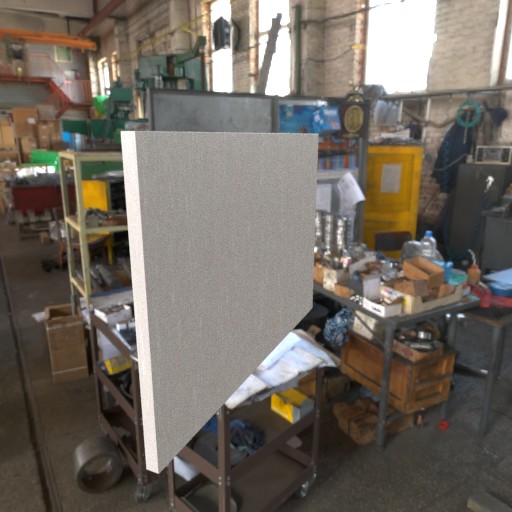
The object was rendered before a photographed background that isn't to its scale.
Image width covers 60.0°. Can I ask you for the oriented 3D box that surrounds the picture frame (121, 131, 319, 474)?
[{"bbox_3d":[0.000,0.000,1.196,0.029,0.640,0.950,7,17,24],"label":"picture frame"}]
